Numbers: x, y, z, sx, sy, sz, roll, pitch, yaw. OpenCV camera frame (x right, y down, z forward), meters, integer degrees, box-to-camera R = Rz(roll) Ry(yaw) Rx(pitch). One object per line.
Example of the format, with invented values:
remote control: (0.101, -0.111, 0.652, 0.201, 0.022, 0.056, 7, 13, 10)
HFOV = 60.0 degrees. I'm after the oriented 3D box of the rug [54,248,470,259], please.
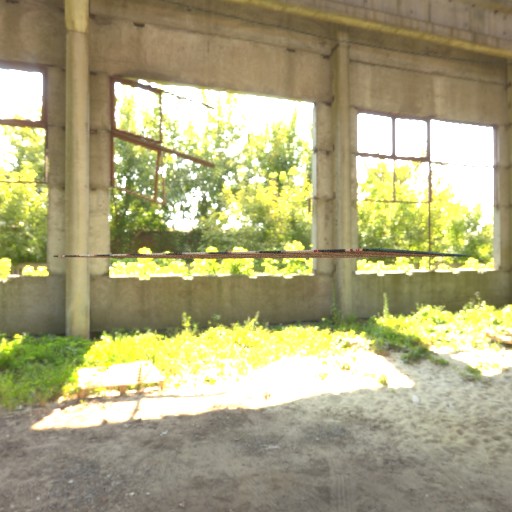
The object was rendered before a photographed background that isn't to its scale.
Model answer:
rug: (0.000, 0.000, 2.324, 1.825, 0.009, 1.221, -1, -1, 37)
